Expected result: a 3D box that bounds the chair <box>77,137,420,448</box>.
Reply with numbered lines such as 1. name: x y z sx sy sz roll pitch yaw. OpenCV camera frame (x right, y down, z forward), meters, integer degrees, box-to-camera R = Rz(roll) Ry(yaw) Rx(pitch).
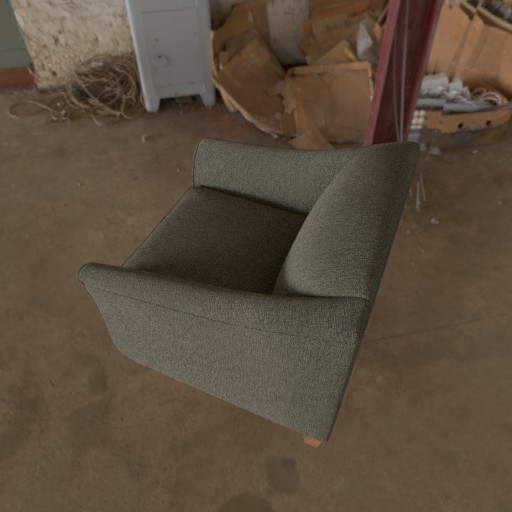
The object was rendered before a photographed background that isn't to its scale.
1. chair: 0.000 0.000 1.439 0.787 0.839 0.763 18 50 16
